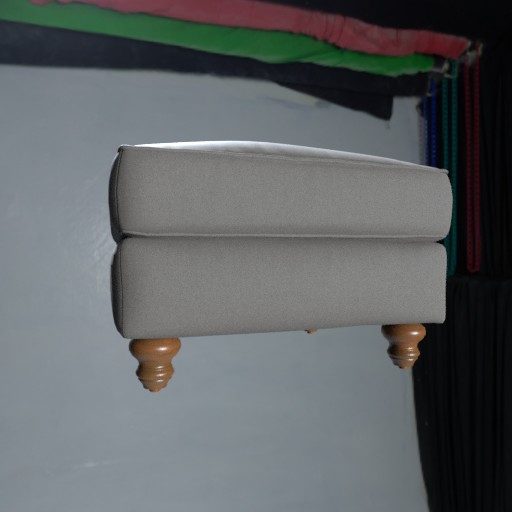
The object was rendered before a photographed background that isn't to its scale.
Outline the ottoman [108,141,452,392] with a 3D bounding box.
[{"bbox_3d":[0.000,0.000,1.143,0.721,0.505,0.662,0,0,-18],"label":"ottoman"}]
